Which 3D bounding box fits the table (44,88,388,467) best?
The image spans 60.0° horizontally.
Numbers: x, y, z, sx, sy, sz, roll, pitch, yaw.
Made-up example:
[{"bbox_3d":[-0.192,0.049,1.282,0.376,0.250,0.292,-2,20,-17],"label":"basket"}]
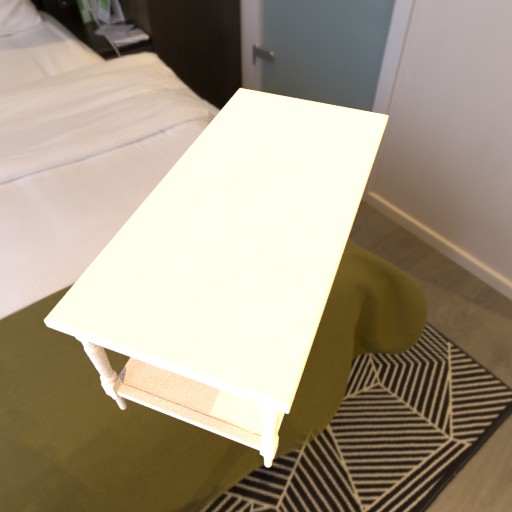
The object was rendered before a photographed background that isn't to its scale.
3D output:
[{"bbox_3d":[0.000,0.000,1.414,0.550,0.510,1.107,16,49,14],"label":"table"}]
